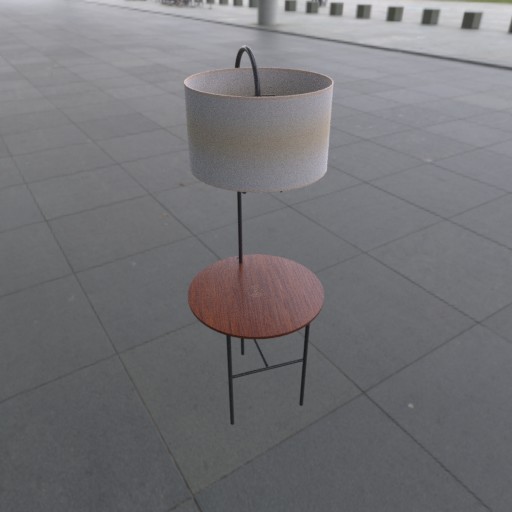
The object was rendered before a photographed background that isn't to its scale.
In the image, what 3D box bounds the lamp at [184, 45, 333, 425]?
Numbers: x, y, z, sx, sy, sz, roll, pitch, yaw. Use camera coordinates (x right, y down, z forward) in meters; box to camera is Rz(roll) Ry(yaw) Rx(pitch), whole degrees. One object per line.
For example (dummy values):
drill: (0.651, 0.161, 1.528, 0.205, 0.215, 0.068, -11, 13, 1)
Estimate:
lamp: (0.000, 0.000, 1.785, 0.573, 1.517, 0.573, 0, 32, 0)
